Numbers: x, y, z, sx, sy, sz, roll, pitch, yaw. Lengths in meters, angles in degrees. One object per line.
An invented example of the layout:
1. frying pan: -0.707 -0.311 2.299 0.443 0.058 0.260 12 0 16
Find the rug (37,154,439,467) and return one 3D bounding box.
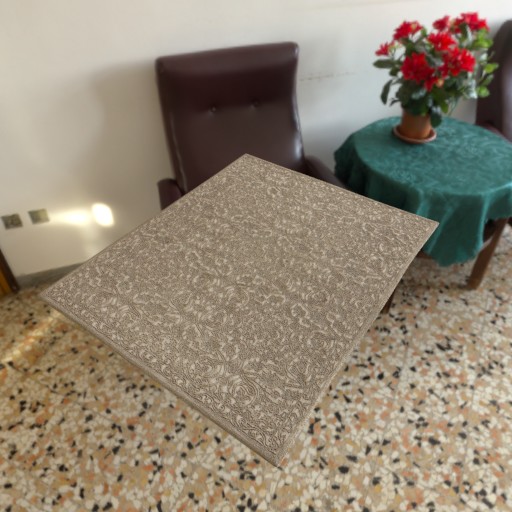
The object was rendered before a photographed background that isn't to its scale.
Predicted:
1. rug: 0.000 0.000 4.156 2.472 0.035 3.017 25 48 26
